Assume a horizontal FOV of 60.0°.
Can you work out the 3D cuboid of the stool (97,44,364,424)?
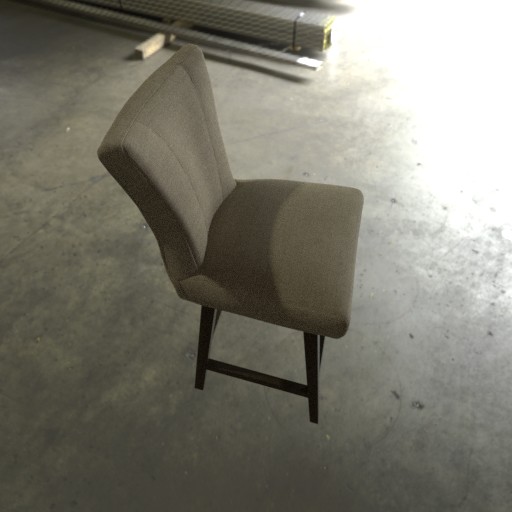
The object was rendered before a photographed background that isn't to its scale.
[{"bbox_3d":[0.000,0.000,1.316,0.574,1.000,0.514,10,48,9],"label":"stool"}]
